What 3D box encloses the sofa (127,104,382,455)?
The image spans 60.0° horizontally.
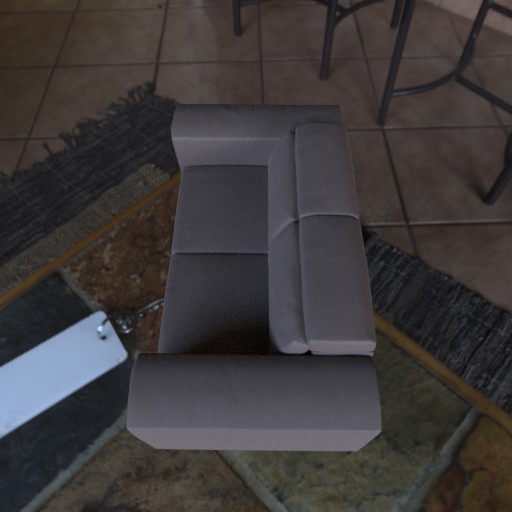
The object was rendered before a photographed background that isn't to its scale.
[{"bbox_3d":[0.000,0.000,2.376,1.003,0.779,1.895,1,58,0],"label":"sofa"}]
